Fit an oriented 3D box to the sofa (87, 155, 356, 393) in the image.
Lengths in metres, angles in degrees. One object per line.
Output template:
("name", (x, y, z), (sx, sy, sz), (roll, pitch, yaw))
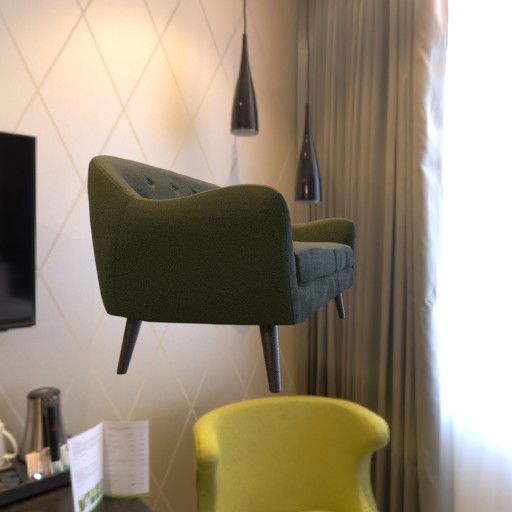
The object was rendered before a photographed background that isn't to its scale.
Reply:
("sofa", (0.000, 0.000, 2.253), (0.820, 0.836, 1.840), (1, 2, 19))
